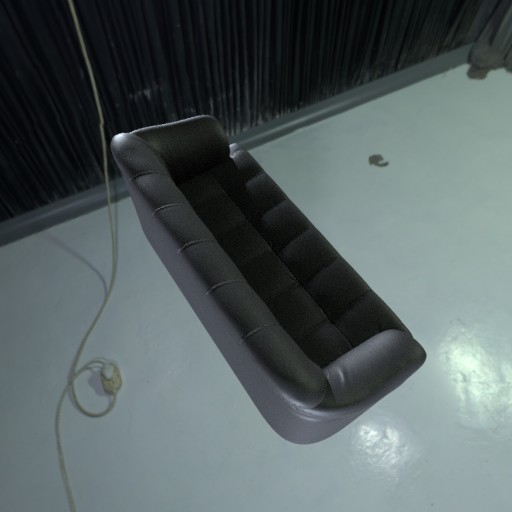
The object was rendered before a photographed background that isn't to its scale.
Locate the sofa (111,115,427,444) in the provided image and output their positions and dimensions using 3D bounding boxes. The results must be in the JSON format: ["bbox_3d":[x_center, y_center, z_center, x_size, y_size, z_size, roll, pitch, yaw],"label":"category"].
[{"bbox_3d":[0.000,0.000,2.297,0.800,0.811,1.829,-30,63,-17],"label":"sofa"}]
